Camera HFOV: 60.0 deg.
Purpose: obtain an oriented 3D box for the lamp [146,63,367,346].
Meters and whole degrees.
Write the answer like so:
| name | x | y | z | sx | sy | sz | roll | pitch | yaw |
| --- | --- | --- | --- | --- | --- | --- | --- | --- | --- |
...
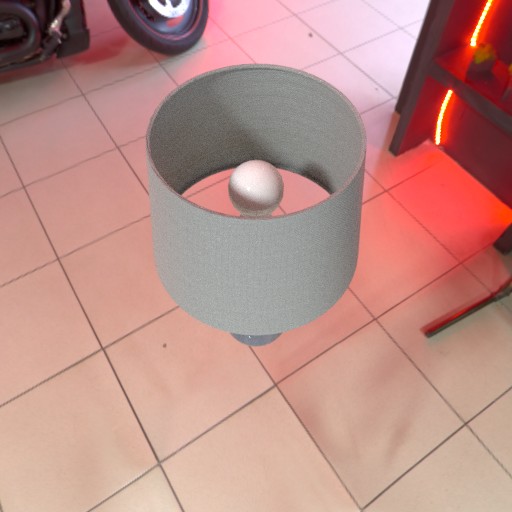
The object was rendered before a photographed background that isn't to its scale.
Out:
| name | x | y | z | sx | sy | sz | roll | pitch | yaw |
| --- | --- | --- | --- | --- | --- | --- | --- | --- | --- |
| lamp | 0.000 | 0.000 | 0.584 | 0.253 | 0.428 | 0.253 | 0 | 58 | 0 |
